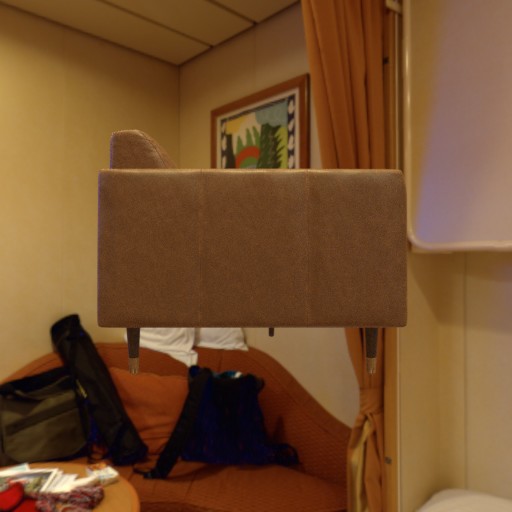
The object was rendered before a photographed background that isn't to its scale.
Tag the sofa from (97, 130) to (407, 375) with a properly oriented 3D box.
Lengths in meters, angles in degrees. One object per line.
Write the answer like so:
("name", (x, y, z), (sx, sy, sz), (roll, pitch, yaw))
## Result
("sofa", (0.000, 0.000, 2.260), (0.993, 0.821, 1.847), (0, -1, 0))
